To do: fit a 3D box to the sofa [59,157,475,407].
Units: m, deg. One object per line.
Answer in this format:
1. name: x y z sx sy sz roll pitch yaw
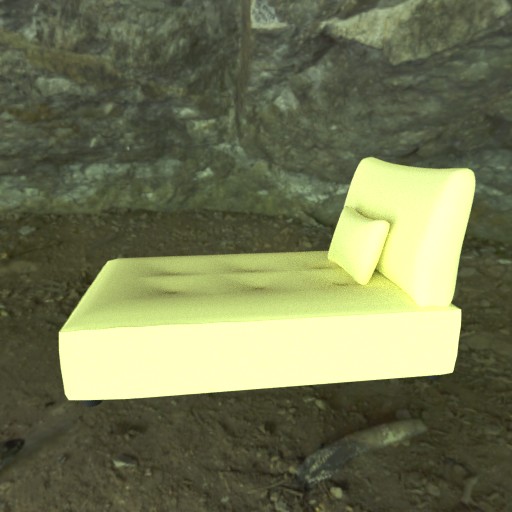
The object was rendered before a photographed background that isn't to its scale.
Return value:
1. sofa: 0.000 0.000 1.966 1.450 0.820 0.930 -2 15 -8
